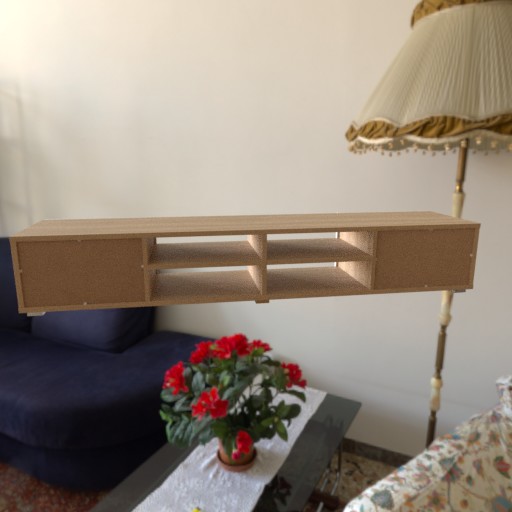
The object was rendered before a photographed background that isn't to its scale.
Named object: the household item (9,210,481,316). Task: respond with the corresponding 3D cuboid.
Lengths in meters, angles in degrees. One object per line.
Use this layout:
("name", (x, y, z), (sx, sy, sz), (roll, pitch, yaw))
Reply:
("household item", (0.000, 0.000, 1.960), (1.850, 0.310, 0.420), (-2, 14, -9))
